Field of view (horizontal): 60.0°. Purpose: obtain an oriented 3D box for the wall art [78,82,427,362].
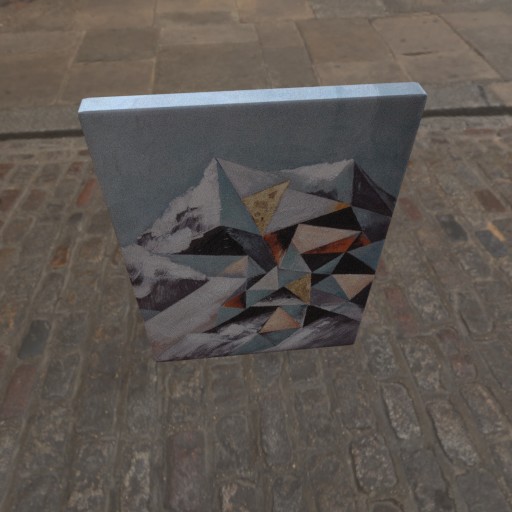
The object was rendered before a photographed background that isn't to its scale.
[{"bbox_3d":[0.000,0.000,0.804,0.455,0.613,0.037,-4,47,-4],"label":"wall art"}]
